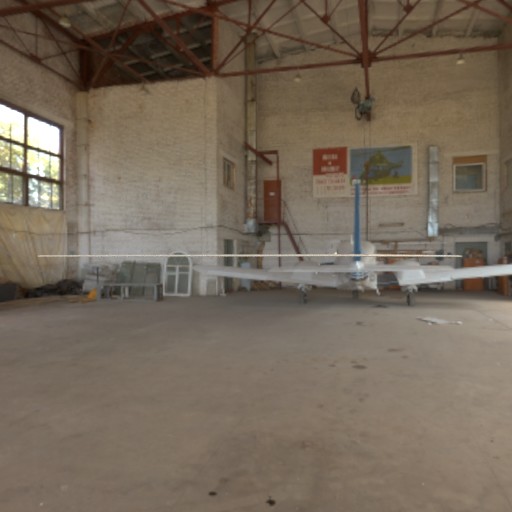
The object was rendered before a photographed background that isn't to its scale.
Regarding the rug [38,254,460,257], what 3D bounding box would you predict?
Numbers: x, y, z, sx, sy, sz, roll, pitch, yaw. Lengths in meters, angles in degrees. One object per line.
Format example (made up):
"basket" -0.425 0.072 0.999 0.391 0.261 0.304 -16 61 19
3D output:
"rug" 0.000 0.000 3.961 2.980 0.012 2.363 0 0 35
